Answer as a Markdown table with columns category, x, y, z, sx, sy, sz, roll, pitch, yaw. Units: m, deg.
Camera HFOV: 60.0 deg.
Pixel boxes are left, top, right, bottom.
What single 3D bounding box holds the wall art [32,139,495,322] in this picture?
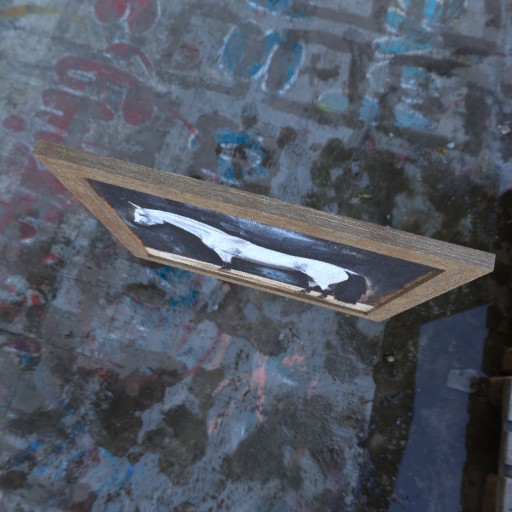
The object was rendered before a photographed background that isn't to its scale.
| category | x | y | z | sx | sy | sz | roll | pitch | yaw |
| --- | --- | --- | --- | --- | --- | --- | --- | --- | --- |
| wall art | 0.000 | 0.000 | 0.926 | 0.690 | 0.588 | 0.026 | 15 | 75 | 4 |
